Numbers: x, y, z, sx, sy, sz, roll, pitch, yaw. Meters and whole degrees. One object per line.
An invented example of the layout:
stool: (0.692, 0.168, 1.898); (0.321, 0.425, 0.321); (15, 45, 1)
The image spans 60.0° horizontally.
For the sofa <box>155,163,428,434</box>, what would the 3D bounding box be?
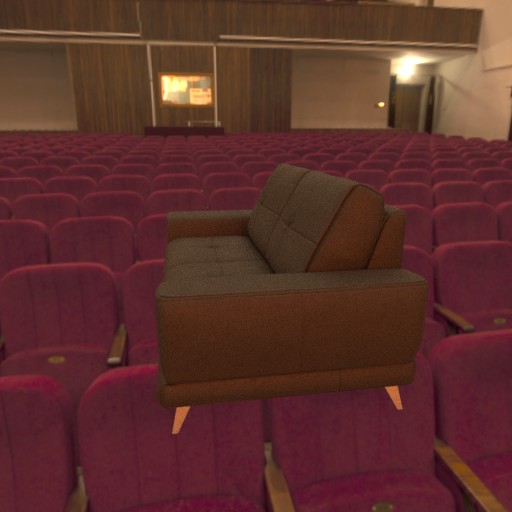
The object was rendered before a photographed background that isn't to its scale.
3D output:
sofa: (0.000, 0.000, 2.396); (1.018, 0.907, 1.806); (-3, 15, -9)
